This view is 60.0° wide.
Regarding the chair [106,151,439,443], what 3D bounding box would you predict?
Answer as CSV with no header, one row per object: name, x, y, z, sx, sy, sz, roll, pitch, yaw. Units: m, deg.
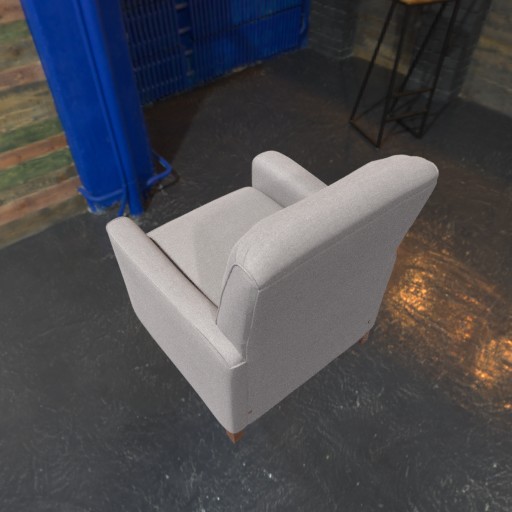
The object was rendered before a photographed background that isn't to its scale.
chair,0.000,0.000,1.668,0.845,1.023,0.859,-30,53,-26
